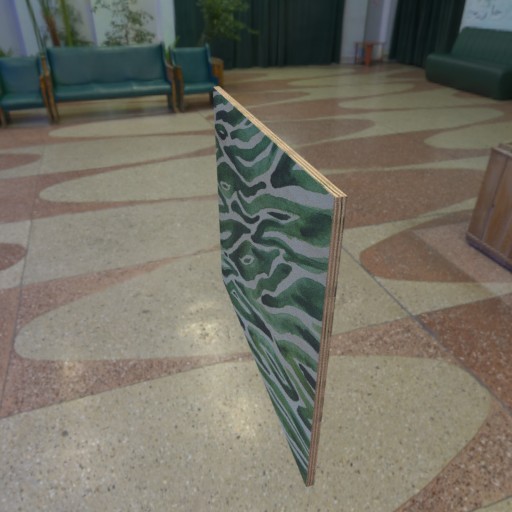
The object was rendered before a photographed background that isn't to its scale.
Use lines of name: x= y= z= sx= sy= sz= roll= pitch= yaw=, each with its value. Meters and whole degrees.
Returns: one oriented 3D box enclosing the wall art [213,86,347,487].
wall art: x=0.000 y=0.000 z=0.682 sx=0.012 sy=0.408 sz=0.508 roll=-9 pitch=32 yaw=-14
